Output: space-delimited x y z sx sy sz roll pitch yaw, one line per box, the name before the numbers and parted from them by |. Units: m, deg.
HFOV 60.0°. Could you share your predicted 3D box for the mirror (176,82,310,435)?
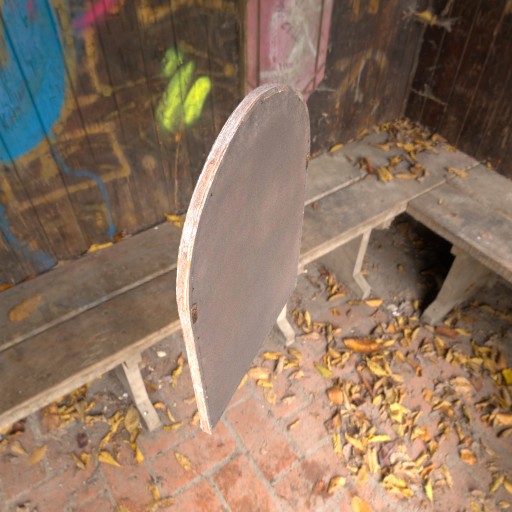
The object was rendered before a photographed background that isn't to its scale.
mirror | 0.000 0.000 1.214 0.032 0.920 0.660 20 49 18
